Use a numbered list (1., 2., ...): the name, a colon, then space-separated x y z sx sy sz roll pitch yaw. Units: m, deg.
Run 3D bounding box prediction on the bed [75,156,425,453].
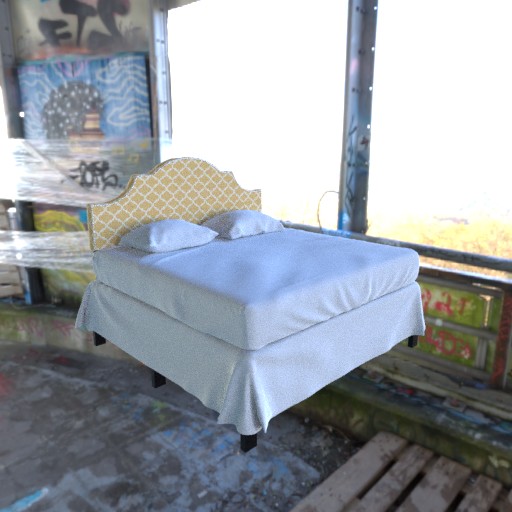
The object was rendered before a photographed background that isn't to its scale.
1. bed: 0.000 0.000 3.720 2.314 1.601 2.222 -13 19 -42
